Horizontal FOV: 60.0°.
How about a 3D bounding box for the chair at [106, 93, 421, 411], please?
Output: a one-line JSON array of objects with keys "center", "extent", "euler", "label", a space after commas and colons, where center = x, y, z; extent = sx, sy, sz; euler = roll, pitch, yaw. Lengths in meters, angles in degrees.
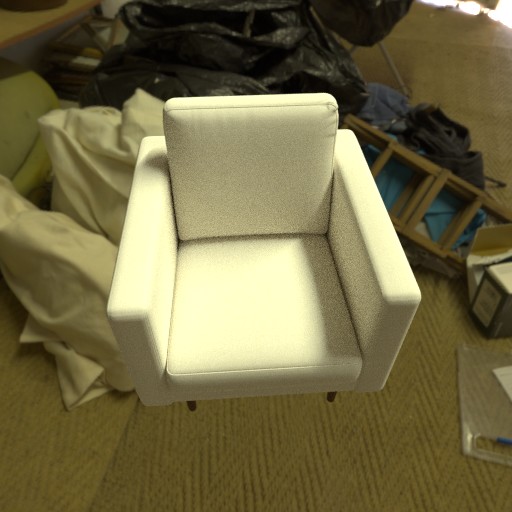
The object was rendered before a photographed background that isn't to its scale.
[{"center": [0.000, 0.000, 1.568], "extent": [0.831, 0.899, 0.879], "euler": [-3, 46, -3], "label": "chair"}]
